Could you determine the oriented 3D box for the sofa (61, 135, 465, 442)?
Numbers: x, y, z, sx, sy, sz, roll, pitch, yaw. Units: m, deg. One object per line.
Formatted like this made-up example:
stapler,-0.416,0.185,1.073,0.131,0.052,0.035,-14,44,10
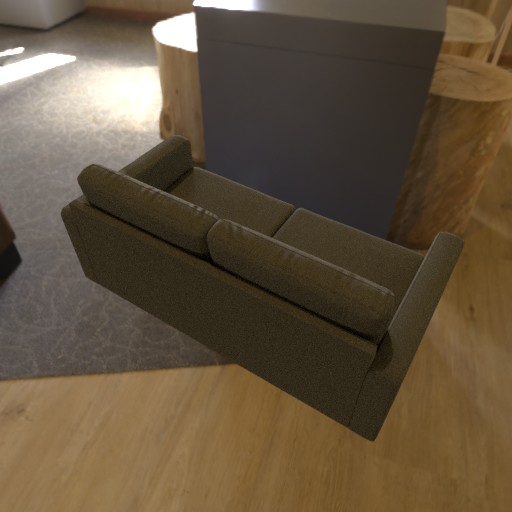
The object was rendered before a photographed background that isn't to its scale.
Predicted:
sofa,0.000,0.000,2.241,1.730,0.897,0.889,25,50,22
